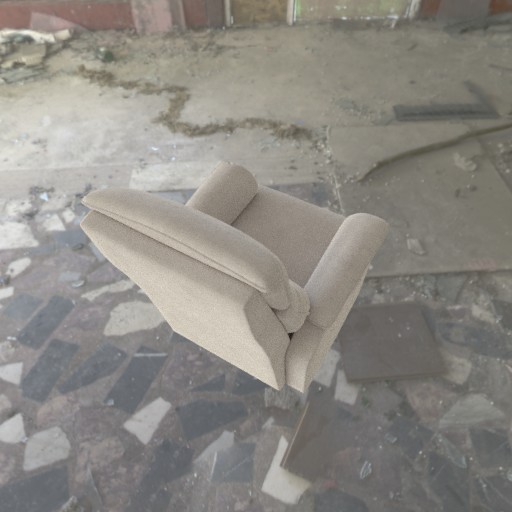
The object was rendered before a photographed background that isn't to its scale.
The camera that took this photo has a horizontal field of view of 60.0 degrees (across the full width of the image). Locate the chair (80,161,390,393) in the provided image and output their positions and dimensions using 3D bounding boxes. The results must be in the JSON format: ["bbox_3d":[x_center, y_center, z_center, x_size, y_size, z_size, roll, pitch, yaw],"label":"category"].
[{"bbox_3d":[0.000,0.000,1.759,0.820,1.039,1.001,24,52,21],"label":"chair"}]
